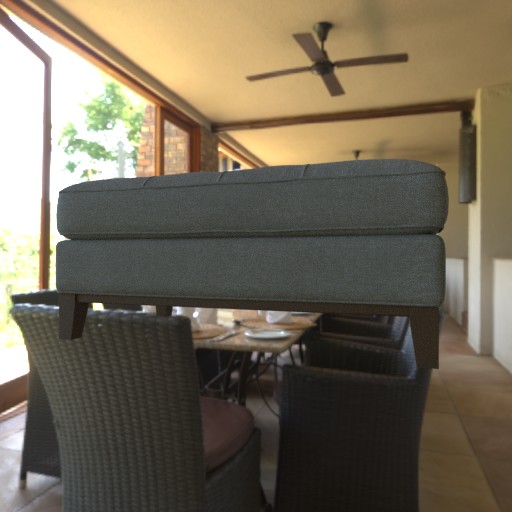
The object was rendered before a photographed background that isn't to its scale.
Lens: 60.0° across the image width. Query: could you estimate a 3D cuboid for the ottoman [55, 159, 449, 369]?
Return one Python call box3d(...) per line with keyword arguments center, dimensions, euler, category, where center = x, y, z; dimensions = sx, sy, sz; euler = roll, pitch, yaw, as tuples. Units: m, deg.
box3d(center=(0.000, 0.000, 1.471), dimensions=(1.143, 0.514, 0.648), euler=(0, 0, 20), category="ottoman")
